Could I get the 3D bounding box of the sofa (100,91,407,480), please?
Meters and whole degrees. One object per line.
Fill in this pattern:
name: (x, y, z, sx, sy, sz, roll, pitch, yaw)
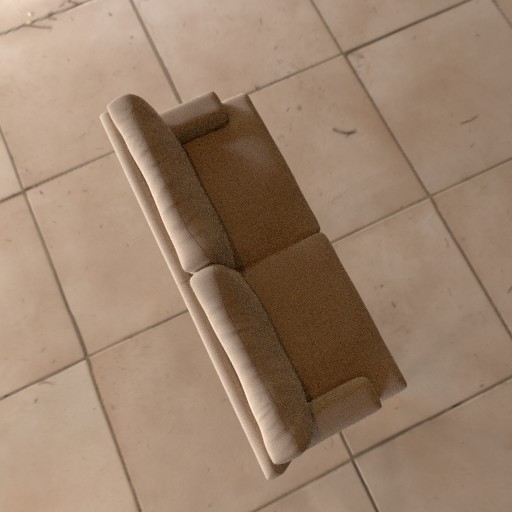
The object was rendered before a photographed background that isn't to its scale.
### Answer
sofa: (0.000, 0.000, 2.613, 0.929, 0.925, 2.147, -26, 78, -6)
